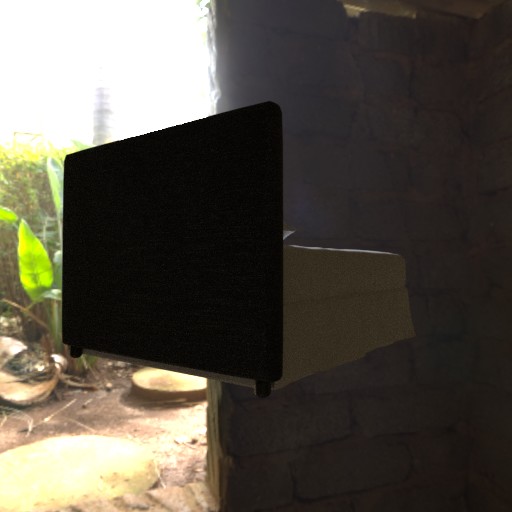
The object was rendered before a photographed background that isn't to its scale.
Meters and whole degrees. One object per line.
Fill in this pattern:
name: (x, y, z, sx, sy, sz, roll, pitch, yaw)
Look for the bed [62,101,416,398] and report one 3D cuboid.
bed: (0.000, 0.000, 3.264, 1.723, 1.330, 2.142, -1, -2, 36)
